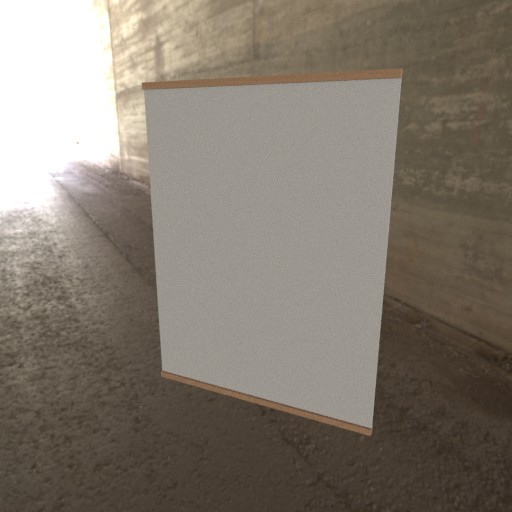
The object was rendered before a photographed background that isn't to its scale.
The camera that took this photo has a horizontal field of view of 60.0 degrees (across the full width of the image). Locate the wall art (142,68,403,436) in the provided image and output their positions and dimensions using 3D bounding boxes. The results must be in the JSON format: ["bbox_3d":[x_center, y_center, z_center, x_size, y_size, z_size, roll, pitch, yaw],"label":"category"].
[{"bbox_3d":[0.000,0.000,0.807,0.459,0.608,0.012,8,18,24],"label":"wall art"}]
